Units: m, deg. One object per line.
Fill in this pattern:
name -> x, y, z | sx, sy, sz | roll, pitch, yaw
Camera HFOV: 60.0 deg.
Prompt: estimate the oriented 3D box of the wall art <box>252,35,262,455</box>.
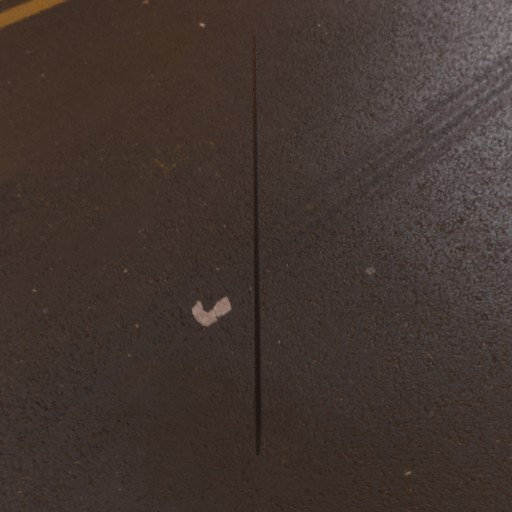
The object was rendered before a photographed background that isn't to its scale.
wall art -> 0.000, 0.000, 1.517 | 0.013, 0.811, 1.192 | 0, 62, 0
